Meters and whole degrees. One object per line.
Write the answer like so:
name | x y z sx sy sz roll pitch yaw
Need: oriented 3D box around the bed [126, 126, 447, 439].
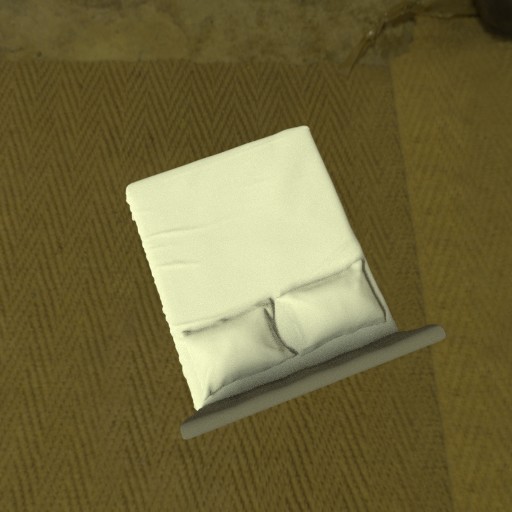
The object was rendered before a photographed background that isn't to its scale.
bed | 0.000 0.000 3.493 1.936 1.577 2.222 -20 77 -5
